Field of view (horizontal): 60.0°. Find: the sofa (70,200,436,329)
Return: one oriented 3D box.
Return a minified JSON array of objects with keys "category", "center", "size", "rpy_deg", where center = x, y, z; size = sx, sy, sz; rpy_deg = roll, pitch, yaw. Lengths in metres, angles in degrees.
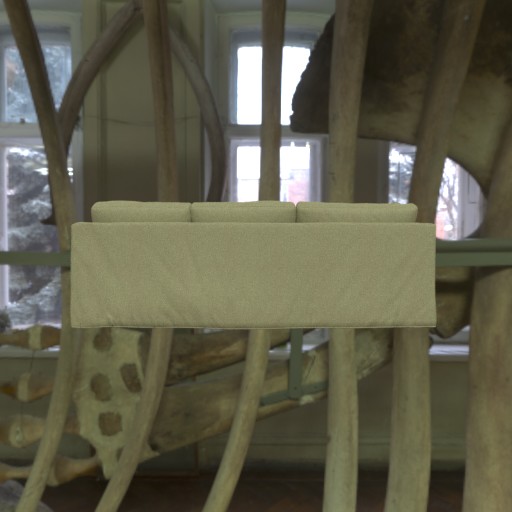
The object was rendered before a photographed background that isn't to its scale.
[{"category":"sofa","center":[0.000,0.000,4.639],"size":[2.476,0.878,3.528],"rpy_deg":[0,2,0]}]
